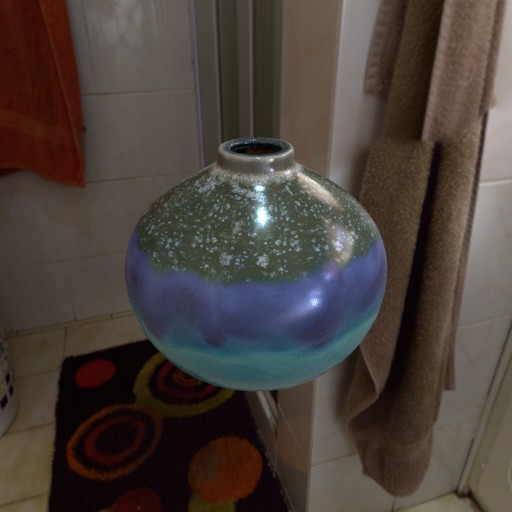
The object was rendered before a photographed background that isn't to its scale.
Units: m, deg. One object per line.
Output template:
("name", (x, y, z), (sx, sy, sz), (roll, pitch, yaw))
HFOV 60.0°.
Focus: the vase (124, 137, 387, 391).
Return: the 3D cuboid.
("vase", (0.000, 0.000, 0.267), (0.154, 0.133, 0.154), (0, 30, 0))
